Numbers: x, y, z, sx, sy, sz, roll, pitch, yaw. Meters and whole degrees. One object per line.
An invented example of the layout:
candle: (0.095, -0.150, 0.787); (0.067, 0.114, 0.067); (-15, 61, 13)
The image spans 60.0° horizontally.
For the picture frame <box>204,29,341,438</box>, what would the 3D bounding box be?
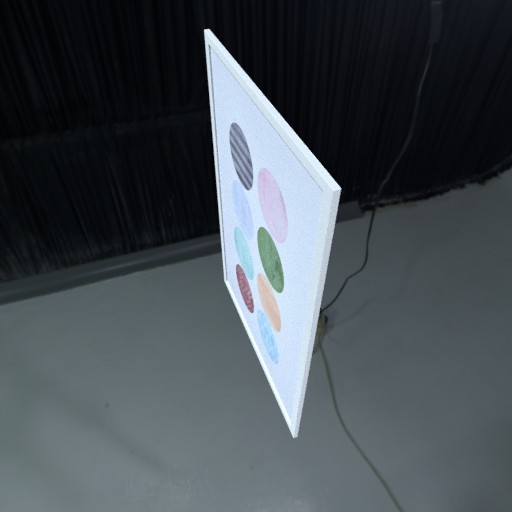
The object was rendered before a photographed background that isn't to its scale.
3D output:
picture frame: (0.000, 0.000, 1.199); (0.013, 0.940, 0.659); (-16, 49, -14)
